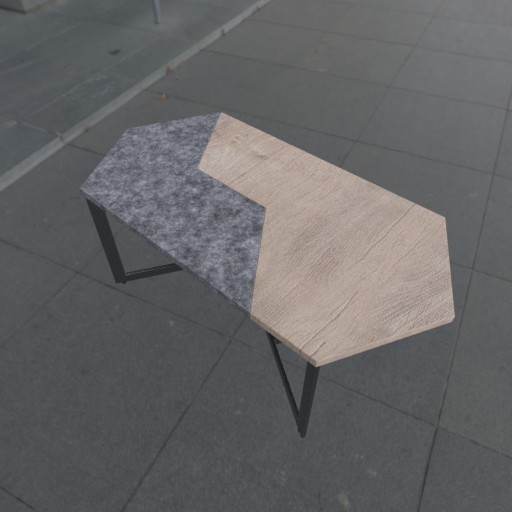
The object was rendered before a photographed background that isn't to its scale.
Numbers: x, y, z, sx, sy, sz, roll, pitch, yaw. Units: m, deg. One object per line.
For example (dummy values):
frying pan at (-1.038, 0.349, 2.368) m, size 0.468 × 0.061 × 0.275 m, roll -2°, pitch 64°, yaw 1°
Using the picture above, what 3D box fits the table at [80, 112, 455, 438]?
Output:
table at (0.000, 0.000, 1.460) m, size 1.219 × 0.457 × 0.609 m, roll 33°, pitch 55°, yaw 27°
